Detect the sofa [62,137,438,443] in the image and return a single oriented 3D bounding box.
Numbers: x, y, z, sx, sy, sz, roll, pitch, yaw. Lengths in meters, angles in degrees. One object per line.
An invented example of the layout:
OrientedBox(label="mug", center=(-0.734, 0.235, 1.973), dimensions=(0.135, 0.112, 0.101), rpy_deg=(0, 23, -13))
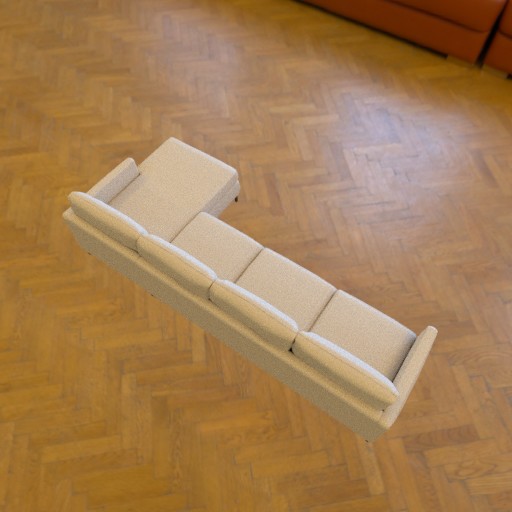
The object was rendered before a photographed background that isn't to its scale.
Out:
OrientedBox(label="sofa", center=(0.000, 0.000, 3.322), dimensions=(2.731, 0.755, 1.258), rpy_deg=(30, 62, 18))
